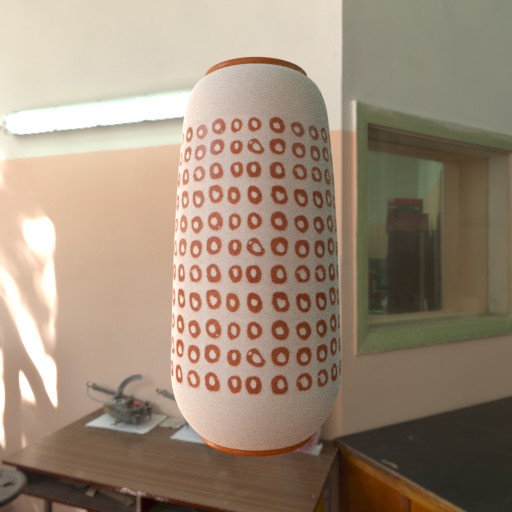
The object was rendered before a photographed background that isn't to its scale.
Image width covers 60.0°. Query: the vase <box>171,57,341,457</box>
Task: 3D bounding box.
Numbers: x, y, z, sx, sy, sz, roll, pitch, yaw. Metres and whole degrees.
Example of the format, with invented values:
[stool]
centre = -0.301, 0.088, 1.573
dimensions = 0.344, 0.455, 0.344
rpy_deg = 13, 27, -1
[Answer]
[vase]
centre = 0.000, 0.000, 0.353
dimensions = 0.133, 0.282, 0.133
rpy_deg = 0, 0, 0
